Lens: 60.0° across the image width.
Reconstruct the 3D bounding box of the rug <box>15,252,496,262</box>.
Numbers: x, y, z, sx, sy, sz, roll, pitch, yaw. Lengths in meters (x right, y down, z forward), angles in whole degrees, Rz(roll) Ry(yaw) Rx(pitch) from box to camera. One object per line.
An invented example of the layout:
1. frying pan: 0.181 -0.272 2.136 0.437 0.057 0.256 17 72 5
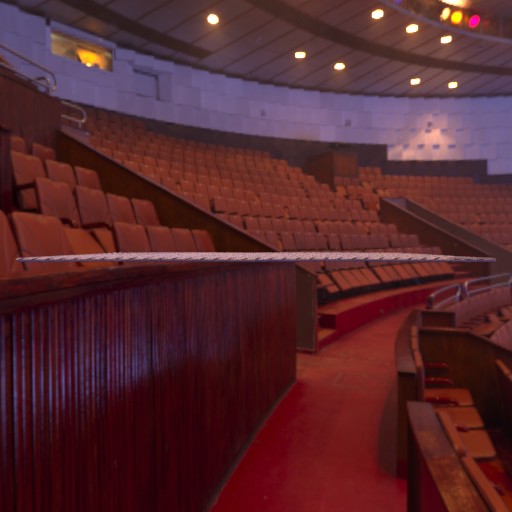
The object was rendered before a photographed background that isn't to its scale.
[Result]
1. rug: 0.000 0.000 2.972 2.406 0.023 1.539 0 1 0
